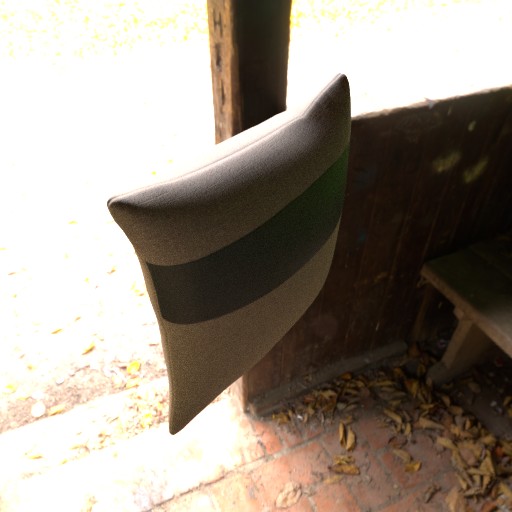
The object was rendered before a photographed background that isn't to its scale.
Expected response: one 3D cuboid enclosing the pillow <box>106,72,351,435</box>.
[{"bbox_3d":[0.000,0.000,0.626,0.173,0.399,0.414,26,47,27],"label":"pillow"}]
